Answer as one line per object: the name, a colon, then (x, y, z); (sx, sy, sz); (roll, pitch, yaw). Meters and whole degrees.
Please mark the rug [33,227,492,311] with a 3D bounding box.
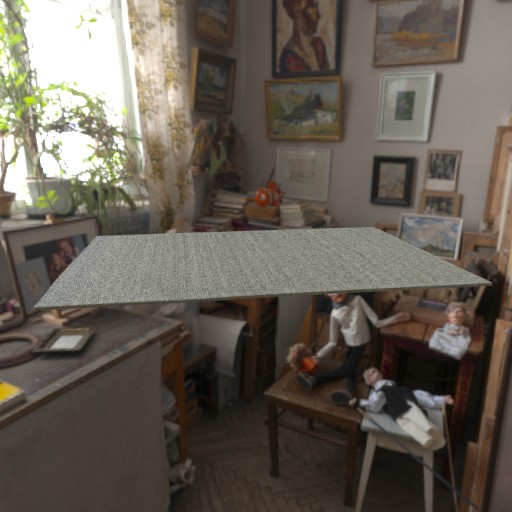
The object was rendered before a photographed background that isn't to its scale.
rug: (0.000, 0.000, 2.904); (2.297, 0.018, 1.532); (-2, 15, -9)
